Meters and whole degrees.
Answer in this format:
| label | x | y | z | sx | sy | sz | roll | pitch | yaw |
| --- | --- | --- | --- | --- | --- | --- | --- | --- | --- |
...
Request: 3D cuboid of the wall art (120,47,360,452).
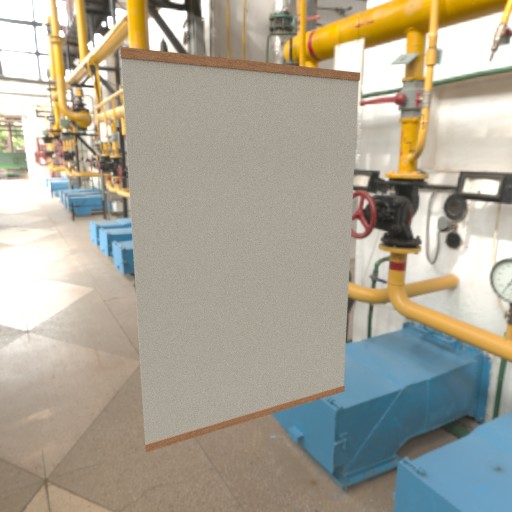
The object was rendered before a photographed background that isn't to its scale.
| label | x | y | z | sx | sy | sz | roll | pitch | yaw |
| --- | --- | --- | --- | --- | --- | --- | --- | --- | --- |
| wall art | 0.000 | 0.000 | 1.865 | 1.019 | 1.527 | 0.019 | -7 | 15 | -27 |
